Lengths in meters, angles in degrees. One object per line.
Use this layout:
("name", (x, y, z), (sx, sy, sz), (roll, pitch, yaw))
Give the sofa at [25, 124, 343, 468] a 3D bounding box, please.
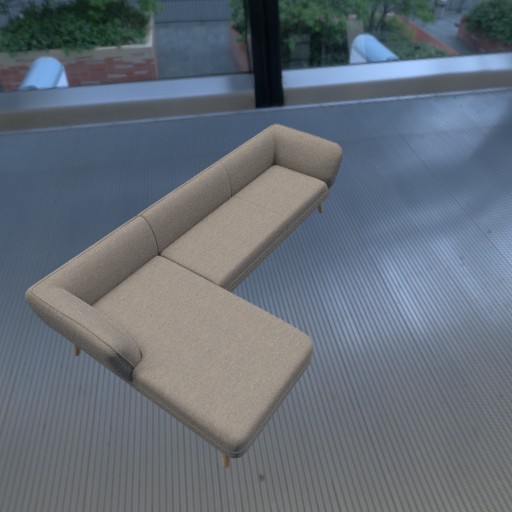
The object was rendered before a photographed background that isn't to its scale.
("sofa", (0.000, 0.000, 3.272), (1.532, 0.693, 2.653), (25, 48, 25))
